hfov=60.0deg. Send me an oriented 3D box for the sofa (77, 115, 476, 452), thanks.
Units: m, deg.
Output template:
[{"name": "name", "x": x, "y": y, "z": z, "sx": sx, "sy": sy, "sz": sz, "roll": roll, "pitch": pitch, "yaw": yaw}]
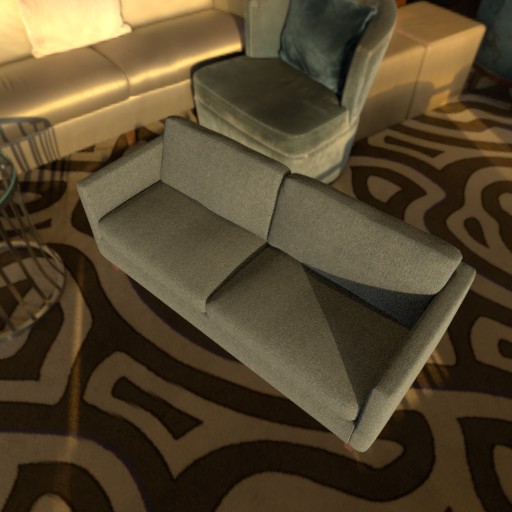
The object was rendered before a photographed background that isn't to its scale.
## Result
[{"name": "sofa", "x": 0.000, "y": 0.000, "z": 2.698, "sx": 2.208, "sy": 0.965, "sz": 0.948, "roll": 32, "pitch": 55, "yaw": 26}]
